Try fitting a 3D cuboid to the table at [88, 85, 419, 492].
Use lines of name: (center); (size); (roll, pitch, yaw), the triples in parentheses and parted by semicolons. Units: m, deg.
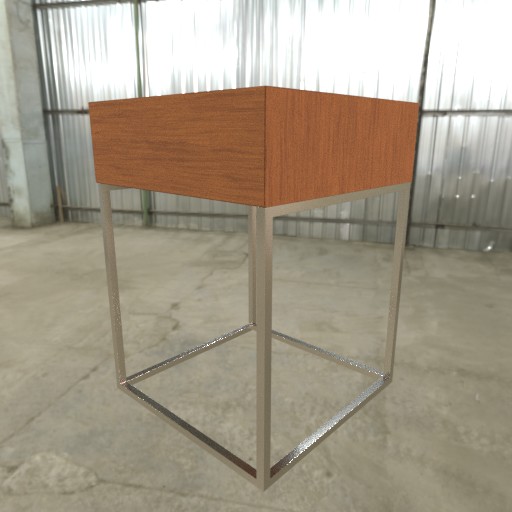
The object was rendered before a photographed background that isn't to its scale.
table: (0.000, 0.000, 0.824); (0.397, 0.540, 0.398); (14, 21, 41)
